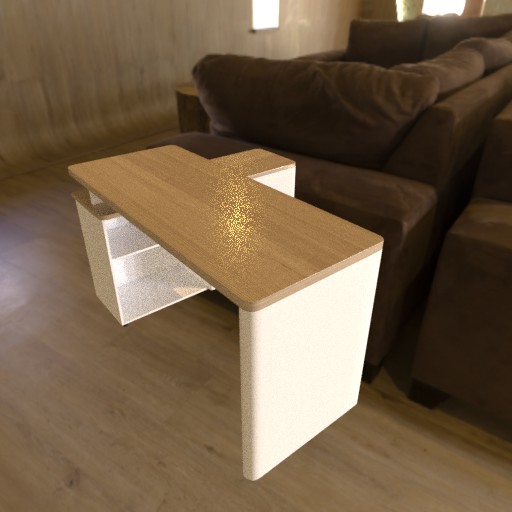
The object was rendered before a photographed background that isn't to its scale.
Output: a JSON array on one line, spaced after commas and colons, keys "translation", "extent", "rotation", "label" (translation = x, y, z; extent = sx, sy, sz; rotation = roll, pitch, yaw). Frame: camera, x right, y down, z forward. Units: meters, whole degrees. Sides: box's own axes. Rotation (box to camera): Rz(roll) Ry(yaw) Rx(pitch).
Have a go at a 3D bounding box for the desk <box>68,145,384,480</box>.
[{"translation": [0.000, 0.000, 2.125], "extent": [1.175, 0.770, 1.400], "rotation": [-22, 37, -33], "label": "desk"}]
